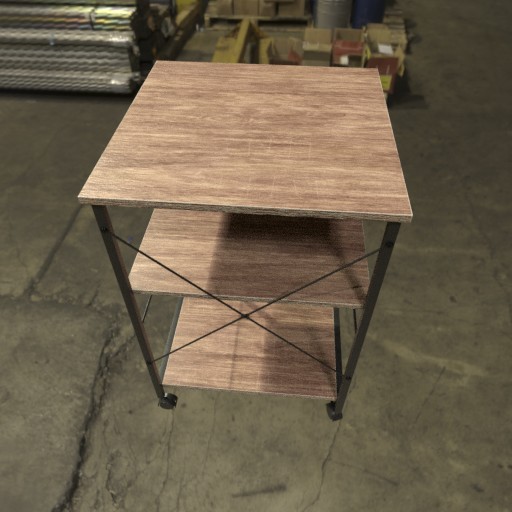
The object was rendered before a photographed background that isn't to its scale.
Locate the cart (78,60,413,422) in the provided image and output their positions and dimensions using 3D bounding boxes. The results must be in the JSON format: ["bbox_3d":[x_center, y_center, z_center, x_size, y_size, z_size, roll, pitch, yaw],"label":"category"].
[{"bbox_3d":[0.000,0.000,1.138,0.521,0.762,0.520,4,46,3],"label":"cart"}]
